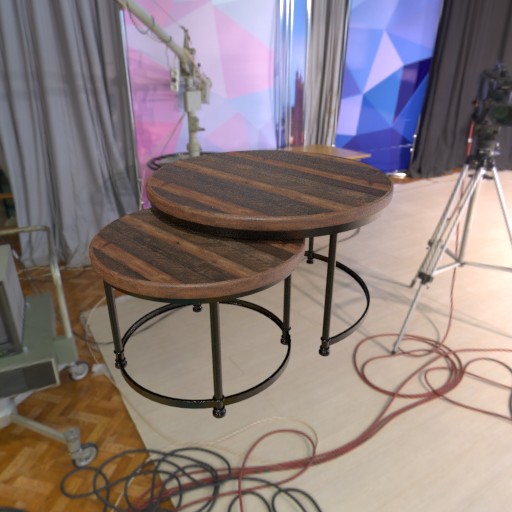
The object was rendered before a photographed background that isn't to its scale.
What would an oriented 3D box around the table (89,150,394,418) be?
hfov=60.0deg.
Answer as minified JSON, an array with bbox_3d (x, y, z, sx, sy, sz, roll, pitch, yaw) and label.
[{"bbox_3d":[0.000,0.000,1.588,0.870,0.516,1.152,8,27,17],"label":"table"}]
